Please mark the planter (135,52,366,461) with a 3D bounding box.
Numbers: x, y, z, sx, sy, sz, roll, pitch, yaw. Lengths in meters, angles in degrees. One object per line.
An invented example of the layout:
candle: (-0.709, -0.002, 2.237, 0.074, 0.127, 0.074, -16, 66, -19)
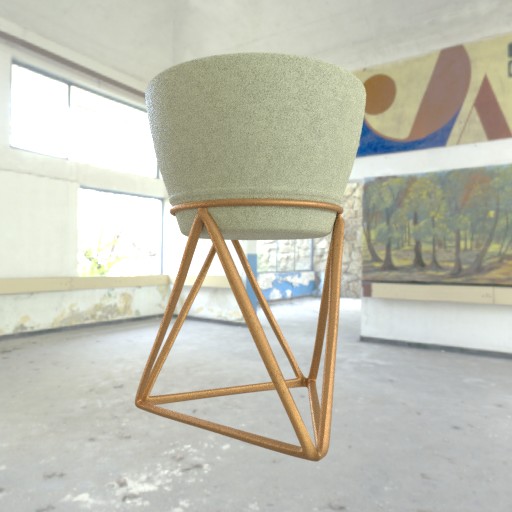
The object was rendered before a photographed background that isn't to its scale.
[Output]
planter: (0.000, 0.000, 0.721, 0.350, 0.504, 0.350, 0, 0, 35)
